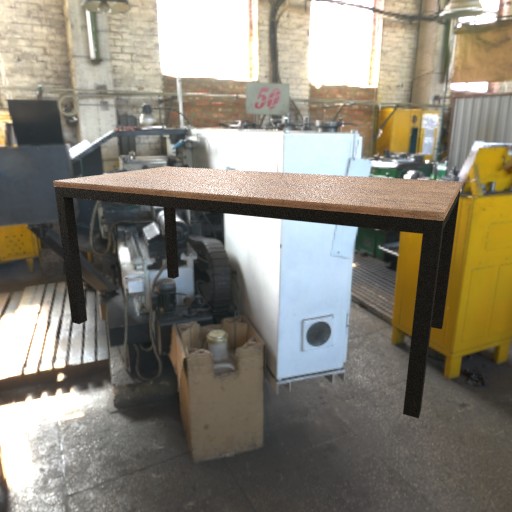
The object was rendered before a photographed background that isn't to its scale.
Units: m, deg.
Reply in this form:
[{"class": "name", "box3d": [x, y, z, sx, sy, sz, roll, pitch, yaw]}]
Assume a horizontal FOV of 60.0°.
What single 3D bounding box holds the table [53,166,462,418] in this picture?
[{"class": "table", "box3d": [0.000, 0.000, 2.292, 1.805, 0.767, 0.893, 8, 18, 26]}]
